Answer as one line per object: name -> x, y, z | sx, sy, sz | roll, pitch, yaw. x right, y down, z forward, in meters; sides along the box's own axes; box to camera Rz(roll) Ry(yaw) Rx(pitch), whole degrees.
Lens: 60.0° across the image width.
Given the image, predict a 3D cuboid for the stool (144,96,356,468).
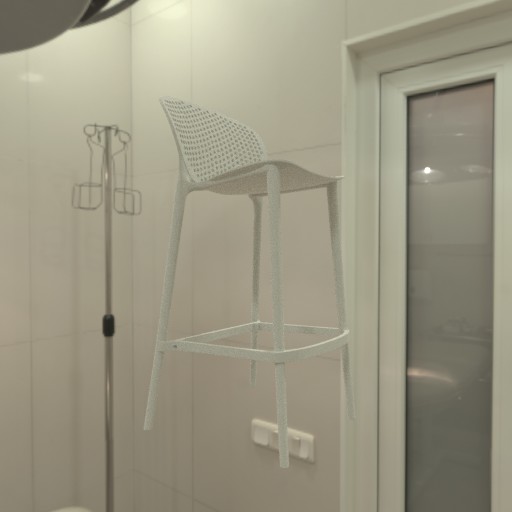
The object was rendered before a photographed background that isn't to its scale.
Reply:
stool -> 0.000, 0.000, 1.396 | 0.535, 1.045, 0.536 | 1, 2, 38
